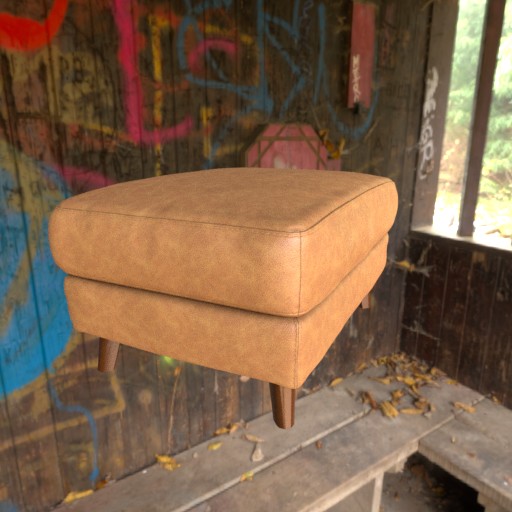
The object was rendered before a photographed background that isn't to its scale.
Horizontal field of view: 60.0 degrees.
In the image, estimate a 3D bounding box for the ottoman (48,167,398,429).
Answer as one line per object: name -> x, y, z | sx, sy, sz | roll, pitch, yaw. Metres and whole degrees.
ottoman -> 0.000, 0.000, 1.218 | 0.630, 0.461, 0.869 | 8, 18, 25
